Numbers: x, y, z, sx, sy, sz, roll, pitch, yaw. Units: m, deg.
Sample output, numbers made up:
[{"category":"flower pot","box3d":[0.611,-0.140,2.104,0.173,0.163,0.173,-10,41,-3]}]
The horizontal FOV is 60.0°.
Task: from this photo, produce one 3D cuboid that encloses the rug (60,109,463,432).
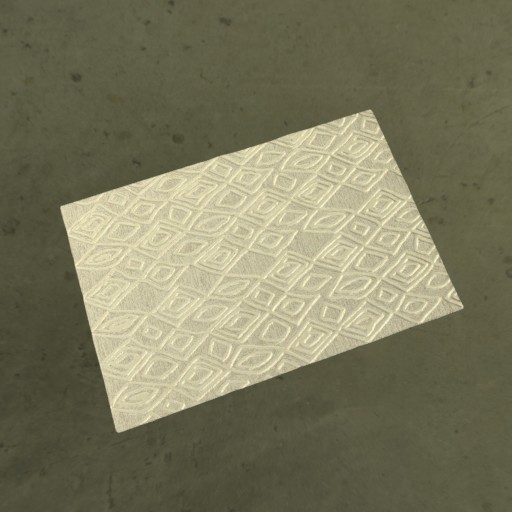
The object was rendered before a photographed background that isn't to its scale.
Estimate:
[{"category":"rug","box3d":[0.000,0.000,2.335,1.832,0.016,1.224,-19,76,-5]}]
